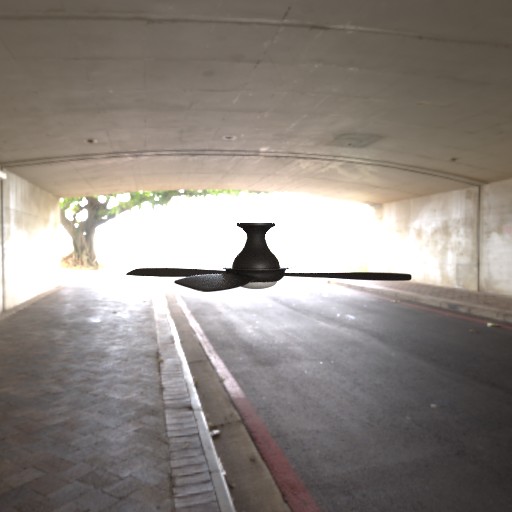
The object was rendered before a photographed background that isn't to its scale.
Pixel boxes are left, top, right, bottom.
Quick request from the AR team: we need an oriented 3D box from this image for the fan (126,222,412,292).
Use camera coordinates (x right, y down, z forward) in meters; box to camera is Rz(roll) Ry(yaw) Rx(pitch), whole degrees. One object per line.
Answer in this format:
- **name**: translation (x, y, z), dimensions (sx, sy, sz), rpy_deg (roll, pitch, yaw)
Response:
- **fan**: translation (0.000, 0.000, 2.554), dimensions (1.694, 0.382, 1.694), rpy_deg (0, 1, 19)
